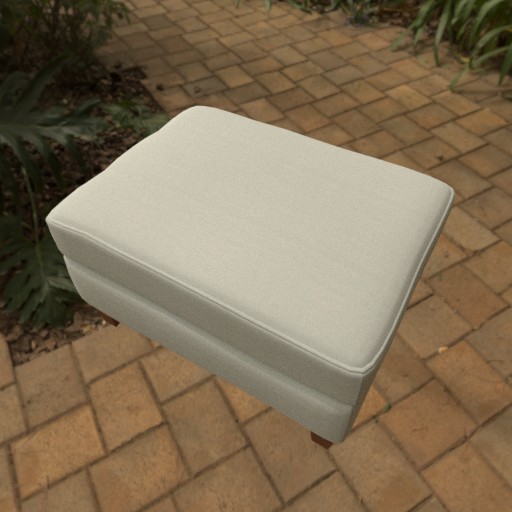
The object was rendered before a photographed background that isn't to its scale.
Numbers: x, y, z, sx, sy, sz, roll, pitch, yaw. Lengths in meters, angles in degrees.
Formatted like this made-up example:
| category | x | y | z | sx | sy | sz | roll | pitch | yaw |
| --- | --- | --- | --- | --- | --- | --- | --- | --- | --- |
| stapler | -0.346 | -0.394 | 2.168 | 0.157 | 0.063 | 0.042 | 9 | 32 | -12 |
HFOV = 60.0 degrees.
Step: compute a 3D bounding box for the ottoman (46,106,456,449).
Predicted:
| category | x | y | z | sx | sy | sz | roll | pitch | yaw |
| --- | --- | --- | --- | --- | --- | --- | --- | --- | --- |
| ottoman | 0.000 | 0.000 | 1.204 | 0.818 | 0.496 | 0.634 | 24 | 52 | 20 |
